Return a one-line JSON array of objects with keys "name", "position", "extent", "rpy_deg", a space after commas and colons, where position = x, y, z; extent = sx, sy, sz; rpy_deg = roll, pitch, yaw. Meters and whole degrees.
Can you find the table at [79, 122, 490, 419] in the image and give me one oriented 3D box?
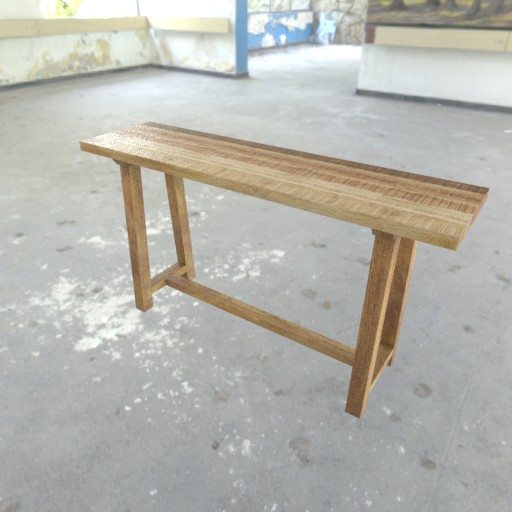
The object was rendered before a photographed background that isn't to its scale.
[{"name": "table", "position": [0.000, 0.000, 1.841], "extent": [1.524, 0.810, 0.405], "rpy_deg": [19, 35, 29]}]
